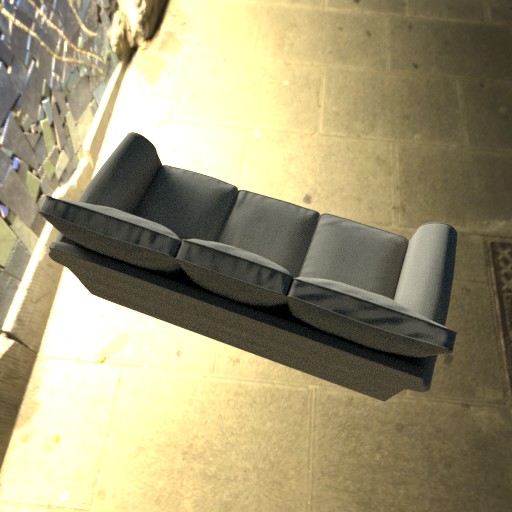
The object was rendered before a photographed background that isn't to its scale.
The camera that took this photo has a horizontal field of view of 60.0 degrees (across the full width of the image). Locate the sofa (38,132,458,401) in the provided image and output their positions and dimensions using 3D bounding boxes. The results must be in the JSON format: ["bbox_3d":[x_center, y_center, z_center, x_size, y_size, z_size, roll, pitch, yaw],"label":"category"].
[{"bbox_3d":[0.000,0.000,2.551,2.084,0.961,0.916,18,64,9],"label":"sofa"}]
